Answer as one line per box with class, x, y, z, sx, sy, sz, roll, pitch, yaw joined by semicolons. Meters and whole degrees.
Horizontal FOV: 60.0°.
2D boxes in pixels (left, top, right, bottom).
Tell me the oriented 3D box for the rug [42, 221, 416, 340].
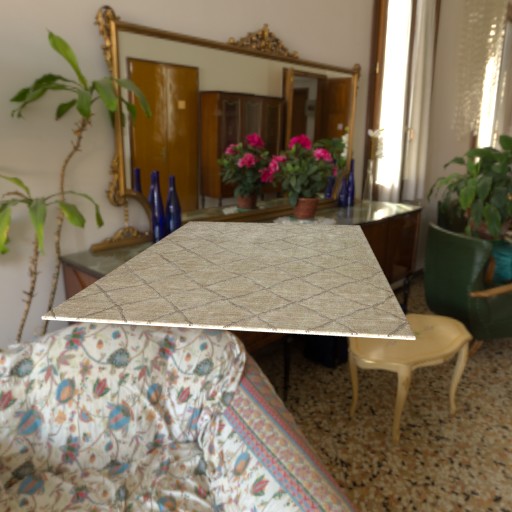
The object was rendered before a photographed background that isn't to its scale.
rug;0.000;0.000;2.862;1.521;0.015;2.280;2;15;7
